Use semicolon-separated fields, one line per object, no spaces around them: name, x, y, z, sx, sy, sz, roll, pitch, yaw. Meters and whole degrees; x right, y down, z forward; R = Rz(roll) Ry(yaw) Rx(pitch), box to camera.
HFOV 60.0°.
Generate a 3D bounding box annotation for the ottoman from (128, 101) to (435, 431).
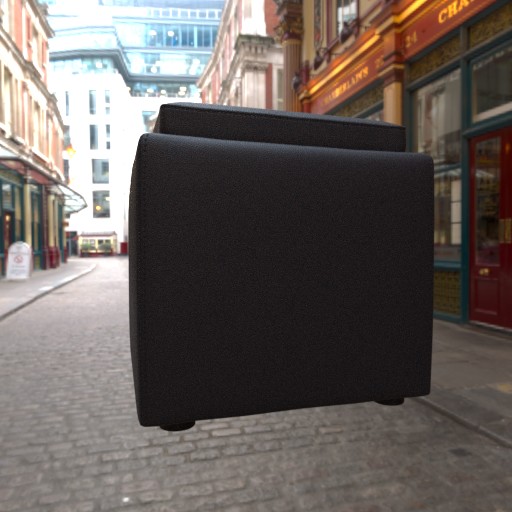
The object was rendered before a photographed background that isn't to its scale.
ottoman;0.000;0.000;0.819;0.450;0.460;0.451;0;1;-17
